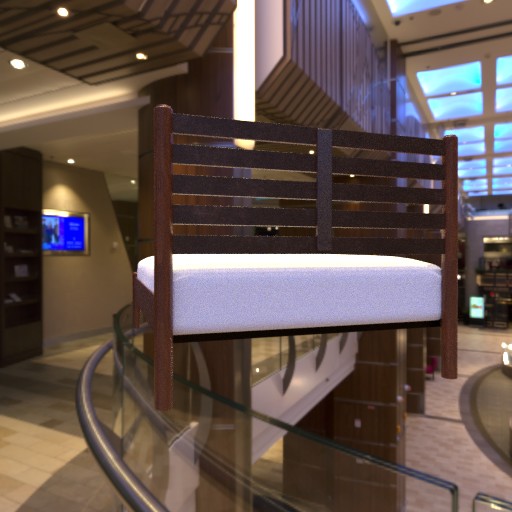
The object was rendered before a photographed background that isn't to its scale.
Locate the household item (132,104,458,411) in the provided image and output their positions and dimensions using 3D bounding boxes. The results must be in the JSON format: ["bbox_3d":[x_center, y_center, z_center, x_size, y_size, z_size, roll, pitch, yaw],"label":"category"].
[{"bbox_3d":[0.000,0.000,3.258,1.663,1.356,2.232,0,0,-18],"label":"household item"}]
